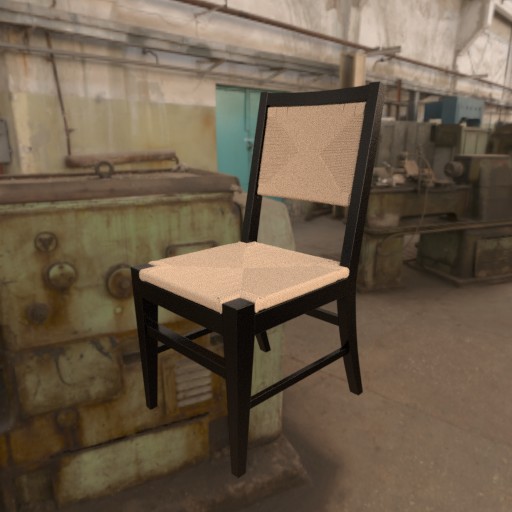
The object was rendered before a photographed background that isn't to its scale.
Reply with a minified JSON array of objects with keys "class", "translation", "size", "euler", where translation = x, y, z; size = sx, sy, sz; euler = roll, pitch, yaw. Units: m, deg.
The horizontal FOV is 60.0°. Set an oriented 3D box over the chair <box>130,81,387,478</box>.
[{"class":"chair","translation":[0.000,0.000,1.253],"size":[0.552,0.927,0.437],"euler":[-15,21,-43]}]
